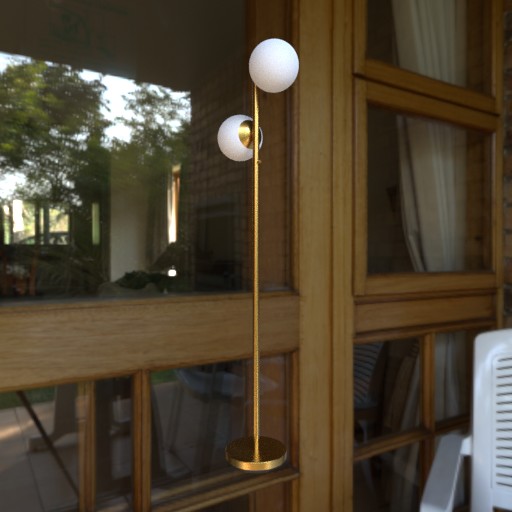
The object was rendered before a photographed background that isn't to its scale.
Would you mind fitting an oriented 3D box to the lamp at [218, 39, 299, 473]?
[{"bbox_3d":[0.000,0.000,1.792,0.249,1.641,0.419,0,0,-37],"label":"lamp"}]
